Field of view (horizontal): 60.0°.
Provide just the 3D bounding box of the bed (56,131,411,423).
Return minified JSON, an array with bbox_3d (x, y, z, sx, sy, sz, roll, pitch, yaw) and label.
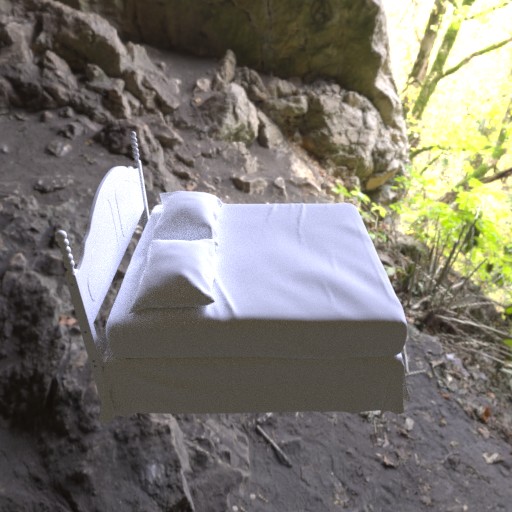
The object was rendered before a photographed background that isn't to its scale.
[{"bbox_3d":[0.000,0.000,3.263,2.040,1.356,1.873,0,33,0],"label":"bed"}]
